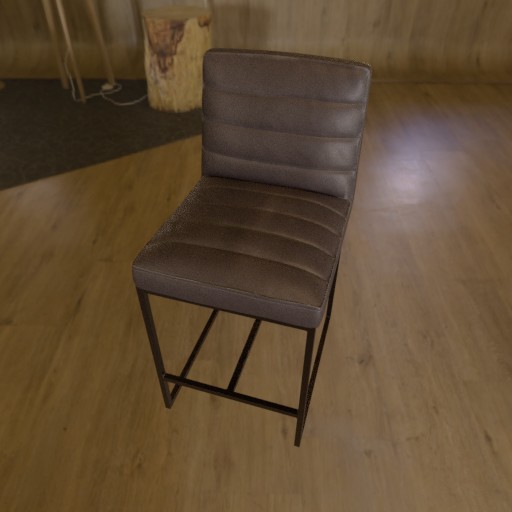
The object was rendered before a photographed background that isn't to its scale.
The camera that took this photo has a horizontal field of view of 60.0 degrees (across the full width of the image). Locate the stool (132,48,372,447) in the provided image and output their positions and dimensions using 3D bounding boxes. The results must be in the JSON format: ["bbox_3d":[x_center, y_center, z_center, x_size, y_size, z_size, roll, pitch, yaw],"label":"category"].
[{"bbox_3d":[0.000,0.000,1.250,0.463,0.946,0.562,11,42,13],"label":"stool"}]
